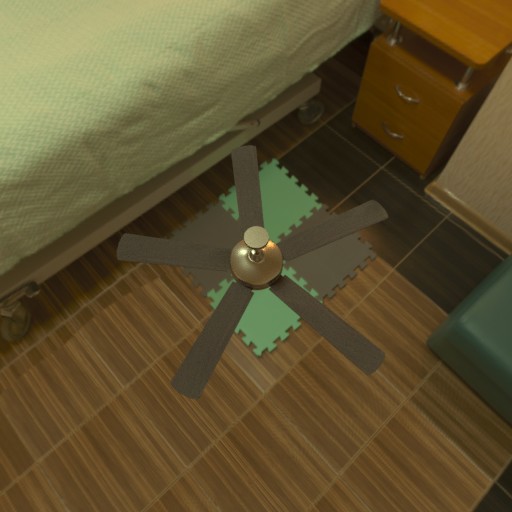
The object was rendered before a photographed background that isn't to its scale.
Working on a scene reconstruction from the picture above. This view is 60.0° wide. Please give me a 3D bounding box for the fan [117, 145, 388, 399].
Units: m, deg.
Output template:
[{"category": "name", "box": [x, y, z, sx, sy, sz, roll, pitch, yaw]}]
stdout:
[{"category": "fan", "box": [0.000, 0.000, 2.008, 1.321, 0.356, 1.321, 16, 65, 8]}]
